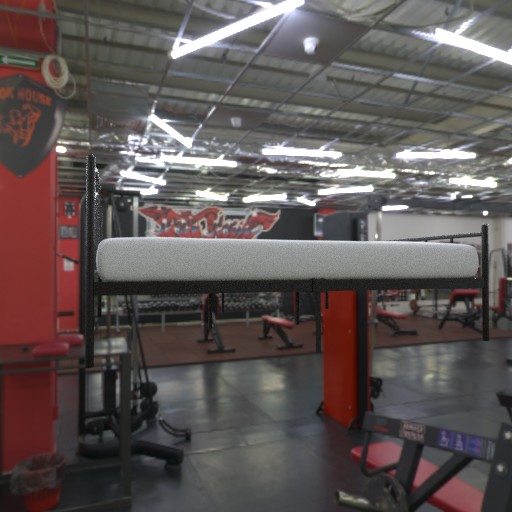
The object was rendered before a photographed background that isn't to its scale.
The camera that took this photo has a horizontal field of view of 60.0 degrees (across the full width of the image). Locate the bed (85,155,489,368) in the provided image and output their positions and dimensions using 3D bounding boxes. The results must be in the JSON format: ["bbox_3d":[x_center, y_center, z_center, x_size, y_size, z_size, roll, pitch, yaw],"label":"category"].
[{"bbox_3d":[0.000,0.000,2.967,2.040,0.940,1.880,0,-1,-18],"label":"bed"}]
